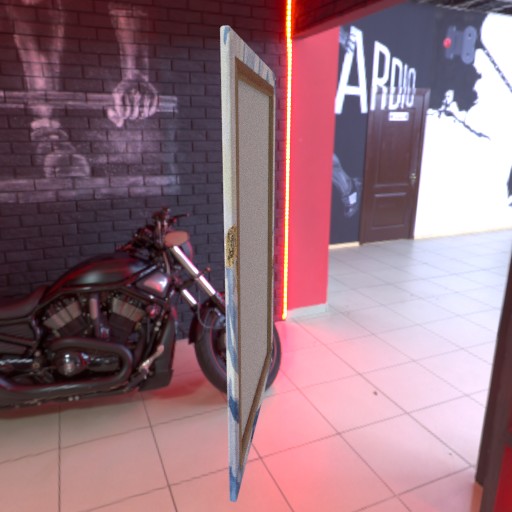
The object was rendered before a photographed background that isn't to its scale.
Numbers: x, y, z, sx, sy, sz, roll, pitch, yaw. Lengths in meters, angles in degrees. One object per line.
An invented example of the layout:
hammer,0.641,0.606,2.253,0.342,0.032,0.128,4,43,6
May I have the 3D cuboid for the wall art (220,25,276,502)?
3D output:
wall art,0.000,0.000,1.103,0.016,0.914,0.610,2,16,9
